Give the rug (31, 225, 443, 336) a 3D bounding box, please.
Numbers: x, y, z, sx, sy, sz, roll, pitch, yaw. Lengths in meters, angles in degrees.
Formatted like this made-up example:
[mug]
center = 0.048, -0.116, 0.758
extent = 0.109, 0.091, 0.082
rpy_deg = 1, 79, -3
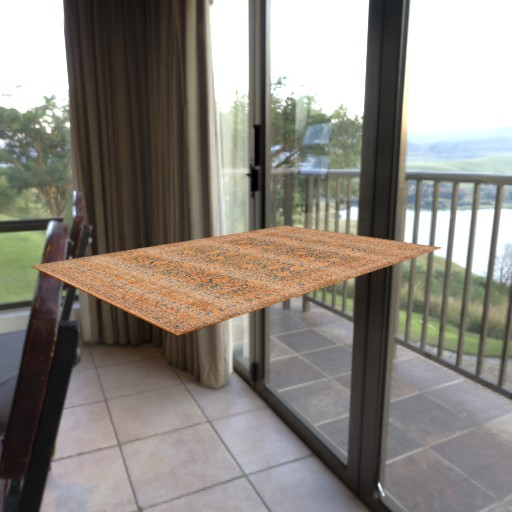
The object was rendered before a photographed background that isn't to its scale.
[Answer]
[rug]
center = 0.000, 0.000, 2.967
extent = 2.336, 0.007, 1.525
rpy_deg = -12, 17, -44
